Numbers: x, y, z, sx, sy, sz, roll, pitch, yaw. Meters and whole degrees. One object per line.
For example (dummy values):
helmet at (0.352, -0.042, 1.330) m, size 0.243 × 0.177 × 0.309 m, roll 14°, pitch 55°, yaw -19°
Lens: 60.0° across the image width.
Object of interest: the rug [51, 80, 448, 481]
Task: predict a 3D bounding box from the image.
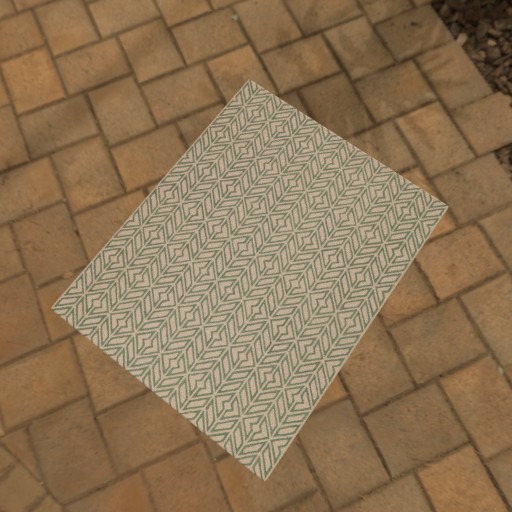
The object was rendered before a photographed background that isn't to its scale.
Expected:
rug at (0.000, 0.000, 4.202) m, size 2.441 × 0.017 × 3.050 m, roll 36°, pitch 78°, yaw 9°
